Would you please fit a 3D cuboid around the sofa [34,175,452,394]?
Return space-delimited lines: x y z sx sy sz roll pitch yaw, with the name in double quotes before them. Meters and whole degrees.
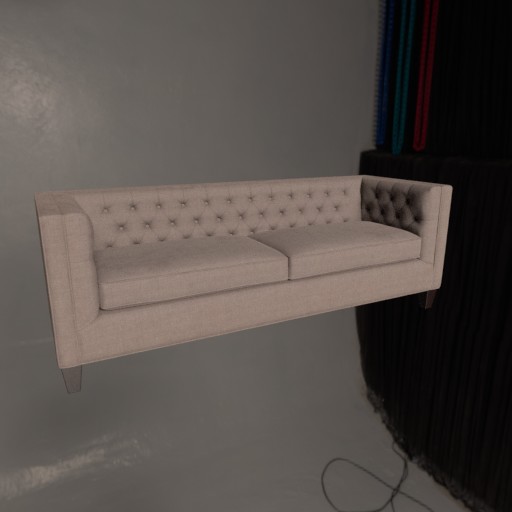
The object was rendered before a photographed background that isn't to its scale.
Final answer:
"sofa" 0.000 0.000 2.502 2.159 0.762 0.775 -8 17 -26
